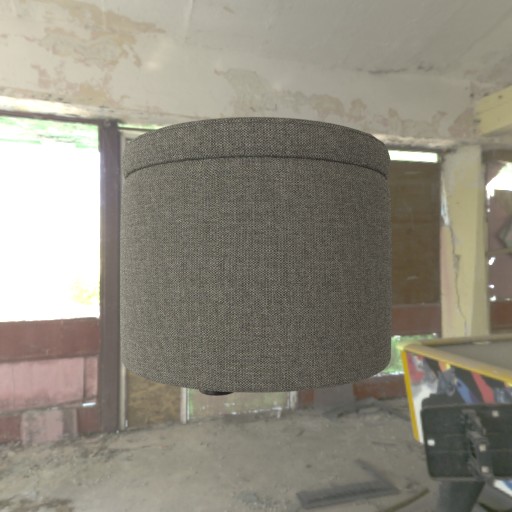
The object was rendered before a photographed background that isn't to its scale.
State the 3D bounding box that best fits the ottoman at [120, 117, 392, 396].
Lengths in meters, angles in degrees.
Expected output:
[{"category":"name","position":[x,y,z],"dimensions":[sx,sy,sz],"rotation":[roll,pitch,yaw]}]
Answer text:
[{"category":"ottoman","position":[0.000,0.000,0.888],"dimensions":[0.520,0.430,0.520],"rotation":[0,0,0]}]
